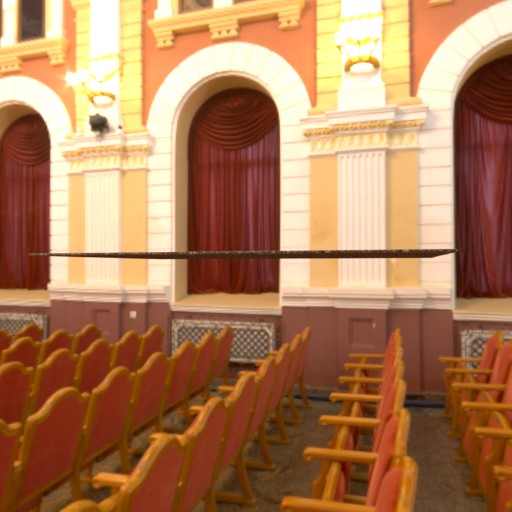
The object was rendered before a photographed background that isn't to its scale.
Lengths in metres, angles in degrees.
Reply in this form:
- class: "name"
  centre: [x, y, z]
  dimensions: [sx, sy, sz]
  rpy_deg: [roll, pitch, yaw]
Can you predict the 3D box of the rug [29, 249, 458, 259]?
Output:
- class: "rug"
  centre: [0.000, 0.000, 2.314]
  dimensions: [1.808, 0.011, 1.189]
  rpy_deg: [0, -1, 18]
